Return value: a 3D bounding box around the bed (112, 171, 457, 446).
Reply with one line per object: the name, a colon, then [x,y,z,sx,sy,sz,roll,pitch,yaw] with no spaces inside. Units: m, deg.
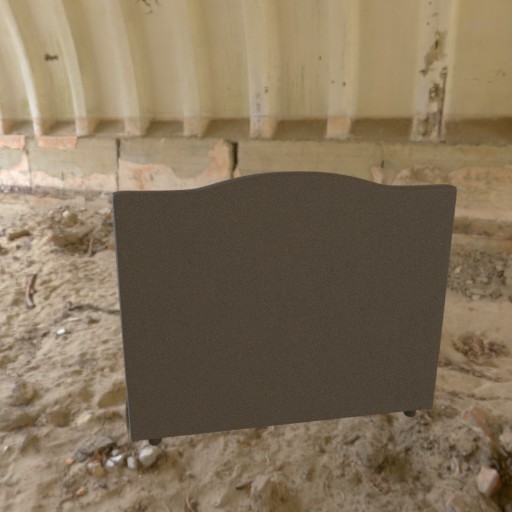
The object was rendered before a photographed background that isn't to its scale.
bed: [0.000,0.000,3.353,1.821,1.436,2.282,-3,16,-9]
